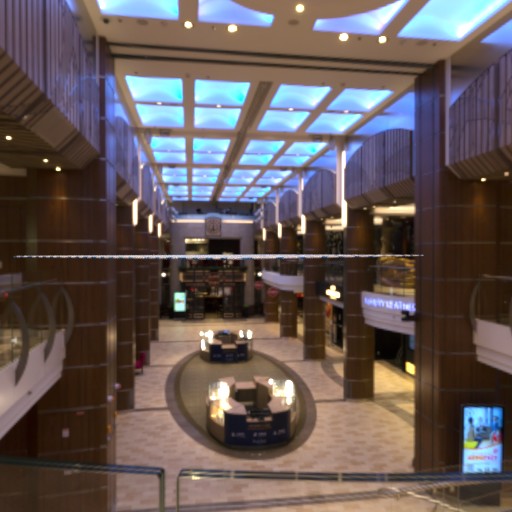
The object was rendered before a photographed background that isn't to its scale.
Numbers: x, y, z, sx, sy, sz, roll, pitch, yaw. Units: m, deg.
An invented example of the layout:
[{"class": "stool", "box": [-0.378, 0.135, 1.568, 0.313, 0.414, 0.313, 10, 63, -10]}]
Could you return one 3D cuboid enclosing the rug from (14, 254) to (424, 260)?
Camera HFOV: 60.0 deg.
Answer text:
[{"class": "rug", "box": [0.000, 0.000, 2.977, 1.531, 0.008, 2.439, 0, 0, 36]}]
